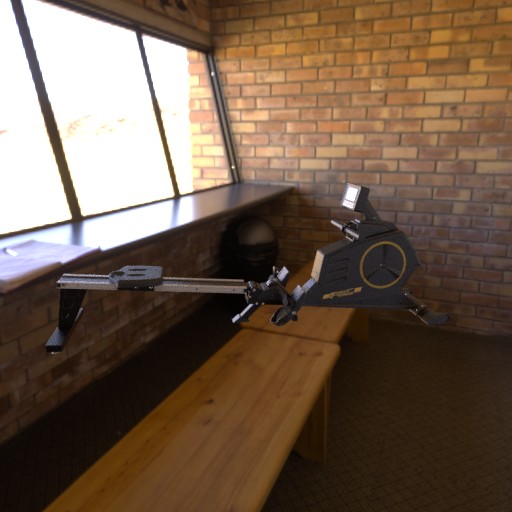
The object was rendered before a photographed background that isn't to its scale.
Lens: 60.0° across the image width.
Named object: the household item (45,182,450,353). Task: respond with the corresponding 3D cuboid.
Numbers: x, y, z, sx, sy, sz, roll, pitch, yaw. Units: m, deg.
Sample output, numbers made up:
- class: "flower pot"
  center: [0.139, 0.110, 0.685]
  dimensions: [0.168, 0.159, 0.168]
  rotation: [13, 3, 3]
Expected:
- class: "household item"
  center: [0.000, 0.000, 2.580]
  dimensions: [2.251, 0.810, 0.521]
  rotation: [-2, 15, -9]
